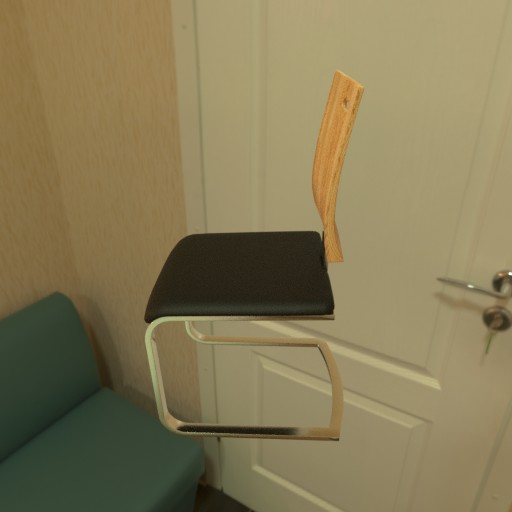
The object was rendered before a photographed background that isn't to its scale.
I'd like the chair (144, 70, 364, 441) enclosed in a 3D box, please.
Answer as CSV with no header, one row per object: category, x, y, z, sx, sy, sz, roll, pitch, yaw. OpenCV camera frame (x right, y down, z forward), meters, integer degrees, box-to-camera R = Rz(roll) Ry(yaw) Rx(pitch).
chair,0.000,0.000,1.242,0.560,0.936,0.462,1,27,2
